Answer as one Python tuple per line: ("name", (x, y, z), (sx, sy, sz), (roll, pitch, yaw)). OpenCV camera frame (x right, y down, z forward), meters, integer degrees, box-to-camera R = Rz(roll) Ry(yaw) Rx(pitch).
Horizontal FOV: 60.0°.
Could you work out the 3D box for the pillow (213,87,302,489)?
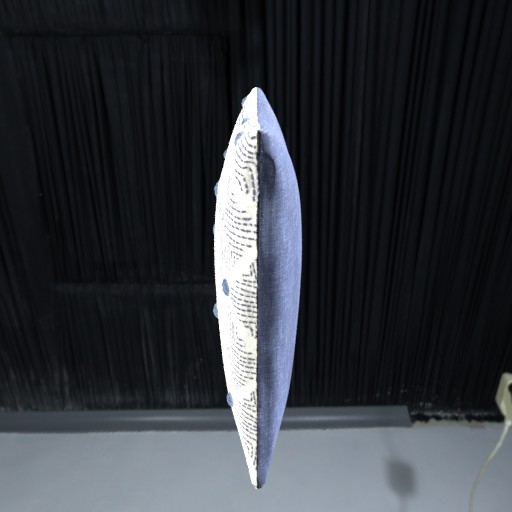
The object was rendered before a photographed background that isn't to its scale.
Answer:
("pillow", (0.000, 0.000, 0.763), (0.145, 0.510, 0.510), (0, 25, 0))
